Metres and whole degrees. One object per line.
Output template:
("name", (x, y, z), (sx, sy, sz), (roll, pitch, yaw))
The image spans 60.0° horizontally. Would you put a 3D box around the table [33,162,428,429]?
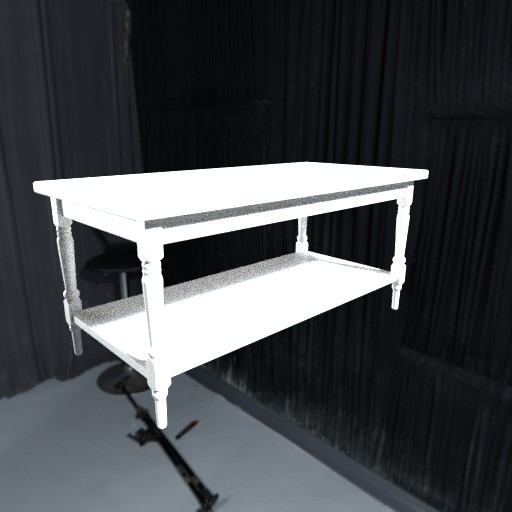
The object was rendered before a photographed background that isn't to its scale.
("table", (0.000, 0.000, 1.416), (1.107, 0.510, 0.550), (-14, 21, -41))
